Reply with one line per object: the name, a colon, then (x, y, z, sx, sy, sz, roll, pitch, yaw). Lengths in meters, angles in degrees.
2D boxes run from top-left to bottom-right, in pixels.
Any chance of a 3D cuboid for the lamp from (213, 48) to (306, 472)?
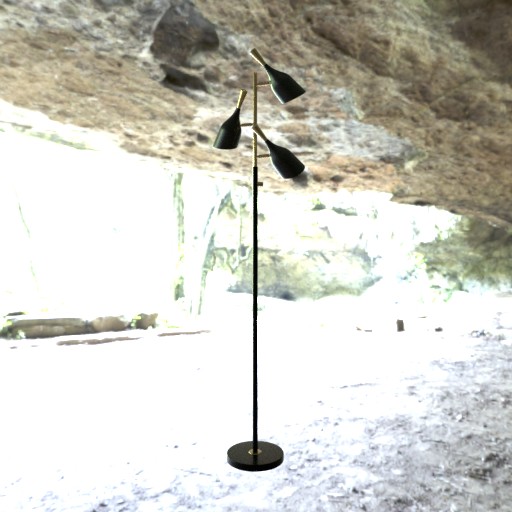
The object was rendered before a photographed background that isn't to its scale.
lamp: (0.000, 0.000, 1.956, 0.434, 1.778, 0.253, 0, -1, 17)
